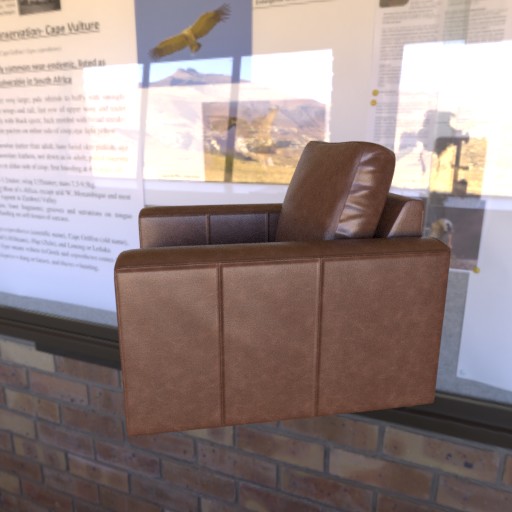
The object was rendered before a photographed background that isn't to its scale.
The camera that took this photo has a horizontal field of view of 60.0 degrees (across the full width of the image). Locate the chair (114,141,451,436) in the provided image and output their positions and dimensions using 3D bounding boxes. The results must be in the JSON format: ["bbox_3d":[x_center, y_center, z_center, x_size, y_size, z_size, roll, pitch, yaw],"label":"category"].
[{"bbox_3d":[0.000,0.000,1.737,1.016,0.873,1.005,-3,15,-10],"label":"chair"}]
